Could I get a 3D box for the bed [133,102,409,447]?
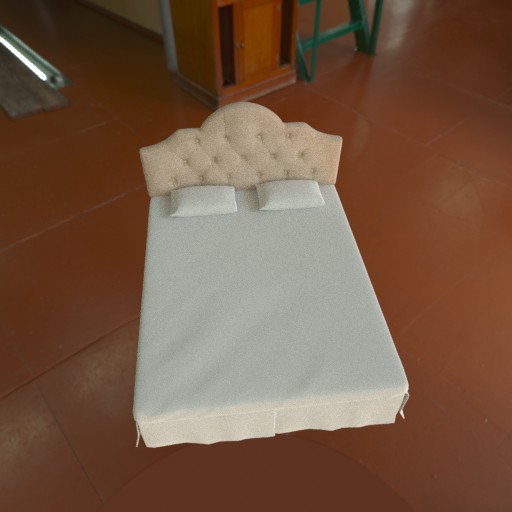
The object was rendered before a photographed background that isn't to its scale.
[{"bbox_3d":[0.000,0.000,2.963,1.667,1.194,1.970,-5,47,-4],"label":"bed"}]
